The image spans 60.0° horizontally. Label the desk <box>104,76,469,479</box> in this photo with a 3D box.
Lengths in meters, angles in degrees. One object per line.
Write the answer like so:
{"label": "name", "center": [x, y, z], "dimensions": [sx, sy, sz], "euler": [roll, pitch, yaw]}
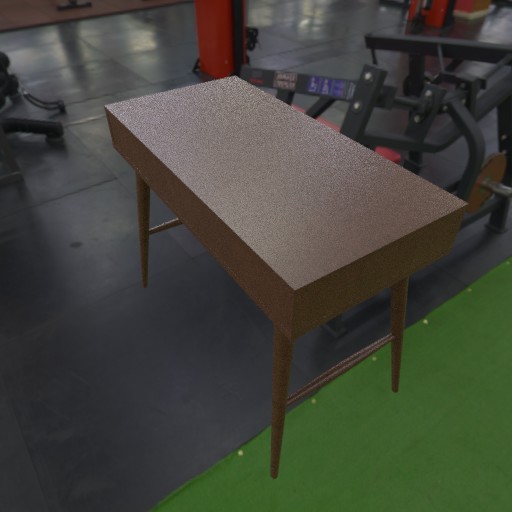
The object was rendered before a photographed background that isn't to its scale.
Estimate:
{"label": "desk", "center": [0.000, 0.000, 1.397], "dimensions": [0.510, 0.758, 0.949], "euler": [-24, 46, -25]}
